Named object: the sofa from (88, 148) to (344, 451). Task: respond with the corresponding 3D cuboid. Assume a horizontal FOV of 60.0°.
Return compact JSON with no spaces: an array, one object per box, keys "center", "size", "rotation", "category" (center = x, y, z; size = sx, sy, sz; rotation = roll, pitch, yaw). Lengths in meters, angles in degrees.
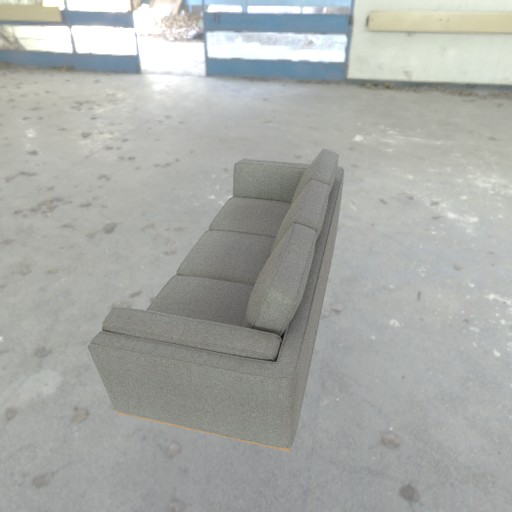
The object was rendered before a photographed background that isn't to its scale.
[{"center":[0.000,0.000,2.825],"size":[0.903,0.899,2.362],"rotation":[8,32,12],"category":"sofa"}]
